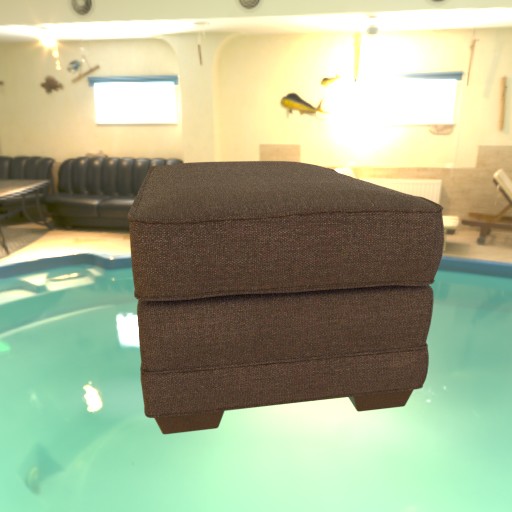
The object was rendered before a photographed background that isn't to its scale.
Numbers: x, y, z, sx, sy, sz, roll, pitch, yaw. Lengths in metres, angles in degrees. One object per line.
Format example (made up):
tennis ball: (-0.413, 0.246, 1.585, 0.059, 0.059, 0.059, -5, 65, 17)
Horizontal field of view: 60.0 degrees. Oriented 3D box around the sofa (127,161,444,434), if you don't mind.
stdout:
sofa: (0.000, 0.000, 1.202, 0.578, 0.457, 0.854, -3, 17, -10)
